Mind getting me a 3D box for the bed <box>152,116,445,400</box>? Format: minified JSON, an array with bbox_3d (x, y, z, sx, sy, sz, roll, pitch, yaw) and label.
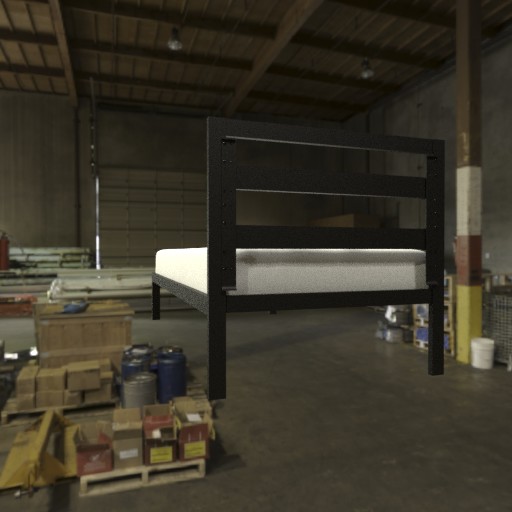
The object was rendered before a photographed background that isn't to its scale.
[{"bbox_3d":[0.000,0.000,2.569,0.991,0.967,1.930,0,1,-19],"label":"bed"}]
